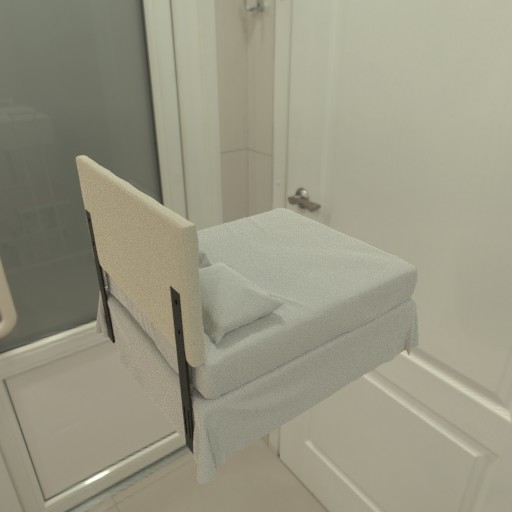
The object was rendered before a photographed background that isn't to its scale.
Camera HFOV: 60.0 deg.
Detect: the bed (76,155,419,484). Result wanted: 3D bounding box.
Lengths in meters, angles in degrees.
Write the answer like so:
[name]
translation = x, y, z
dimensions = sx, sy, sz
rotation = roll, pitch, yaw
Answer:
[bed]
translation = 0.000, 0.000, 3.501
dimensions = 2.222, 1.577, 1.936
rotation = -19, 32, -32
